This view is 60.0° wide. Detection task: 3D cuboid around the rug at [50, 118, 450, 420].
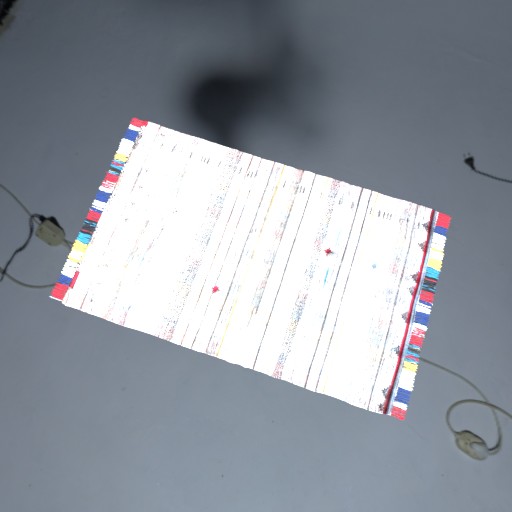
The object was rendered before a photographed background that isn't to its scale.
[{"bbox_3d":[0.000,0.000,3.049,2.465,0.012,1.465,18,76,5],"label":"rug"}]
